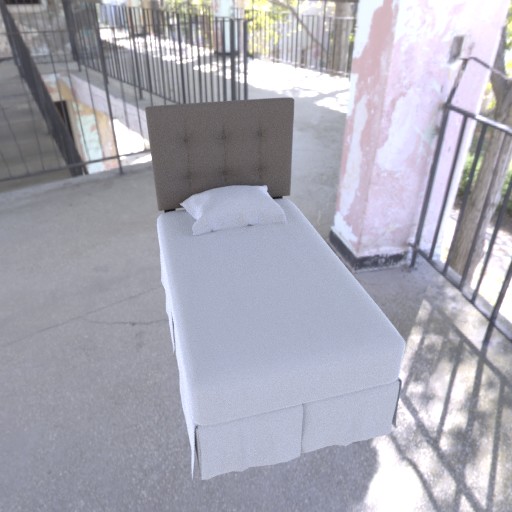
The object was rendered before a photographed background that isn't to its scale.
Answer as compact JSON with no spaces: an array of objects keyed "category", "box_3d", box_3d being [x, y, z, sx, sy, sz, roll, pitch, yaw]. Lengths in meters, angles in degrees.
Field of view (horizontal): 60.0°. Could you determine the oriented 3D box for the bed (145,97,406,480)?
[{"category":"bed","box_3d":[0.000,0.000,2.951,1.261,1.571,1.997,-8,33,-13]}]
